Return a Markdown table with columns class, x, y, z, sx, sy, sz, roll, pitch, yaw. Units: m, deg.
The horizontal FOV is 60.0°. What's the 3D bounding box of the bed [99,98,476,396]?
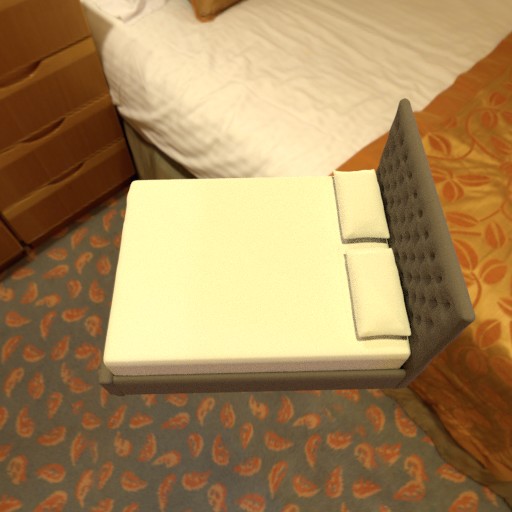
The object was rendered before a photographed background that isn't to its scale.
| class | x | y | z | sx | sy | sz | roll | pitch | yaw |
| --- | --- | --- | --- | --- | --- | --- | --- | --- | --- |
| bed | 0.000 | 0.000 | 3.262 | 2.233 | 1.426 | 1.696 | -1 | 59 | -1 |
